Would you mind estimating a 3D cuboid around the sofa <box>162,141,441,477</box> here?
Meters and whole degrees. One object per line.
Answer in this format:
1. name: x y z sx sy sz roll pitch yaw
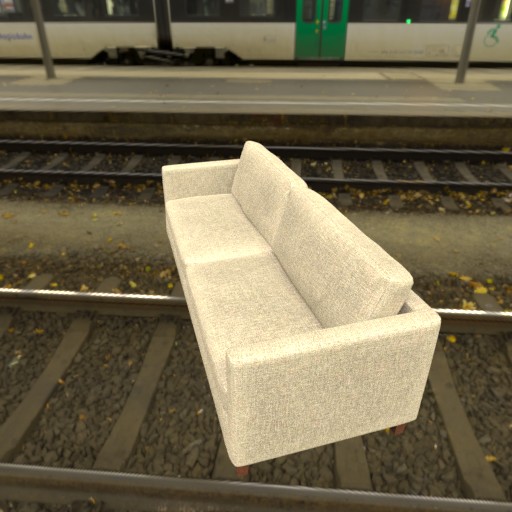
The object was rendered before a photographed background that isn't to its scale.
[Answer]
1. sofa: 0.000 0.000 2.871 0.948 0.951 2.434 -8 30 -14
